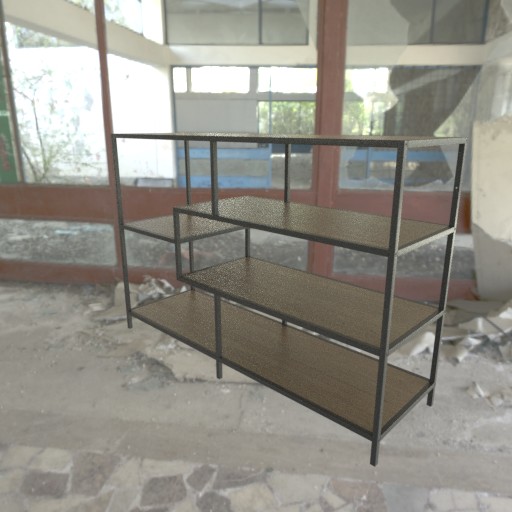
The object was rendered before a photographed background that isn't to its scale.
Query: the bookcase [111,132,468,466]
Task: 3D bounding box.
[{"bbox_3d":[0.000,0.000,1.480,1.140,0.780,0.350,15,22,41],"label":"bookcase"}]
